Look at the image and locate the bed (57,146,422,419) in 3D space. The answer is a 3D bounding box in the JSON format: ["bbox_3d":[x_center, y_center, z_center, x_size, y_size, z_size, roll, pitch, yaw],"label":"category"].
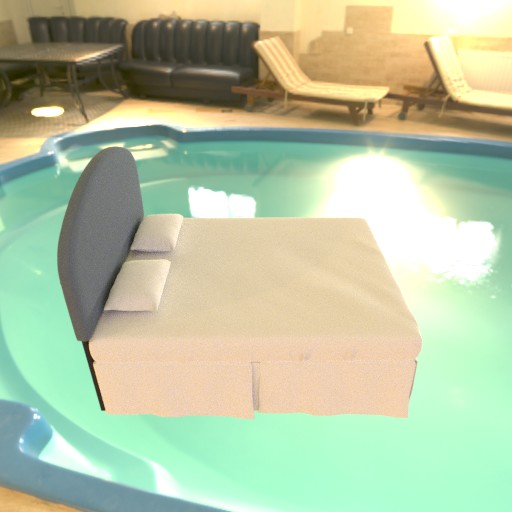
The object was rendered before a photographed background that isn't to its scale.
[{"bbox_3d":[0.000,0.000,3.061,2.005,1.410,1.607,0,32,0],"label":"bed"}]
